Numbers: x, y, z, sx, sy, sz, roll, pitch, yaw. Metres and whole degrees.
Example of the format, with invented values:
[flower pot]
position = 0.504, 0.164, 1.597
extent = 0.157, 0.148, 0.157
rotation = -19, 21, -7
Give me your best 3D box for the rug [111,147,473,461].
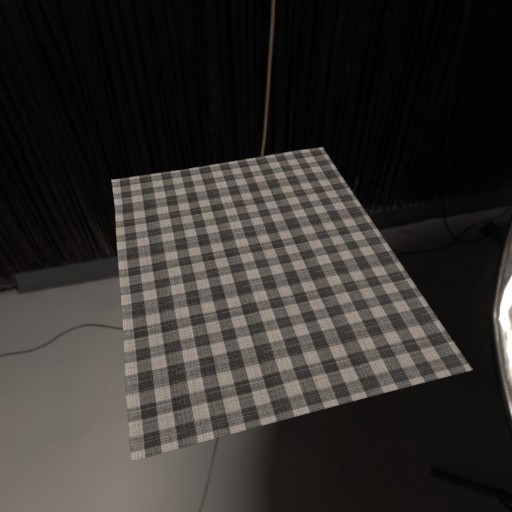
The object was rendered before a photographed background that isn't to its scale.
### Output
[rug]
position = 0.000, 0.000, 3.992
extent = 2.432, 0.013, 3.021
rotation = -11, 47, -10
